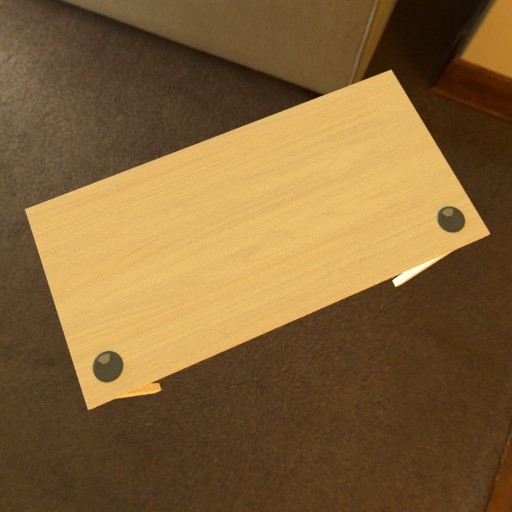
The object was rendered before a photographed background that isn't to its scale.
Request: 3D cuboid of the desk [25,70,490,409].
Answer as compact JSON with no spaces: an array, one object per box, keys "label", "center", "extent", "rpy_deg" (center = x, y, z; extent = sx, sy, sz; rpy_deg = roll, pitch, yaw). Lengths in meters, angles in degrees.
[{"label":"desk","center":[0.000,0.000,1.635],"extent":[1.200,0.750,0.600],"rpy_deg":[-23,76,-6]}]
